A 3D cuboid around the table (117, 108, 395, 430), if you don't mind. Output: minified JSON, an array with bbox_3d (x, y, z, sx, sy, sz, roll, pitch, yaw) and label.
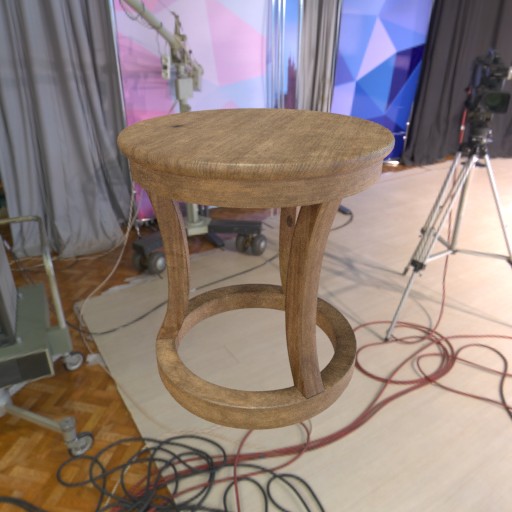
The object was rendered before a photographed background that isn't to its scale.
[{"bbox_3d":[0.000,0.000,0.816,0.432,0.460,0.432,0,27,0],"label":"table"}]
